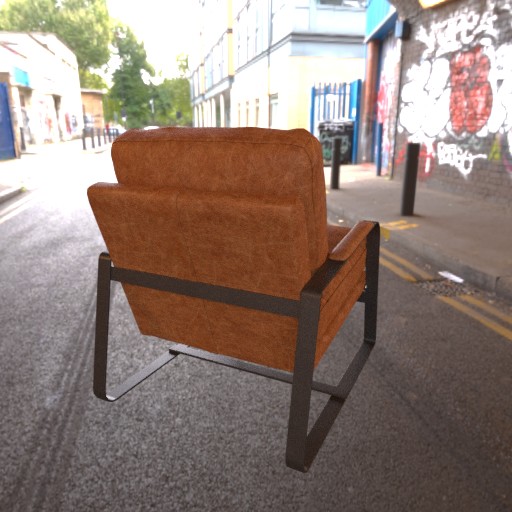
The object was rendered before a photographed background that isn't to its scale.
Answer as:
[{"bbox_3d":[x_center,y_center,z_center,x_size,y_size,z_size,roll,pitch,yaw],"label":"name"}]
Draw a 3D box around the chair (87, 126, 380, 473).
[{"bbox_3d":[0.000,0.000,1.383,0.651,0.777,0.801,8,18,26],"label":"chair"}]
